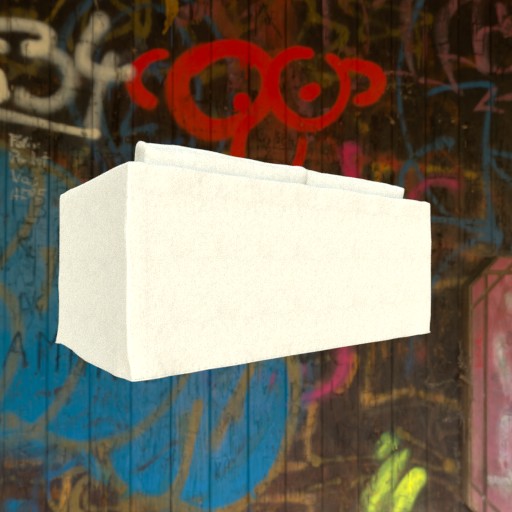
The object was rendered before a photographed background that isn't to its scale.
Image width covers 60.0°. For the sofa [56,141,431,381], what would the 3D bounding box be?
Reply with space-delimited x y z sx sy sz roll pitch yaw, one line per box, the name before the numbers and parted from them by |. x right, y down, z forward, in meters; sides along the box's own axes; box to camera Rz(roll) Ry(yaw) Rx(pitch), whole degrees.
sofa | 0.000 0.000 2.271 1.727 0.830 0.944 1 -1 -37
